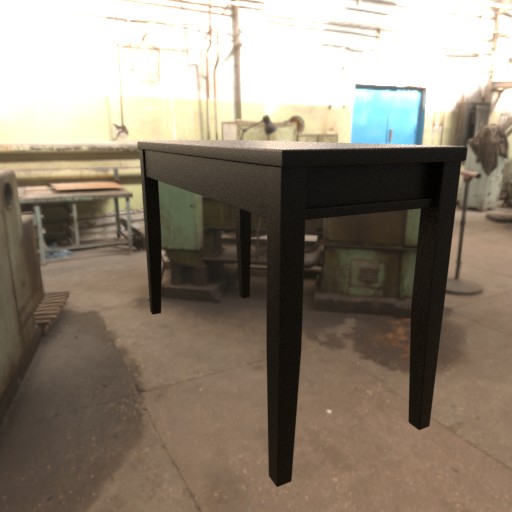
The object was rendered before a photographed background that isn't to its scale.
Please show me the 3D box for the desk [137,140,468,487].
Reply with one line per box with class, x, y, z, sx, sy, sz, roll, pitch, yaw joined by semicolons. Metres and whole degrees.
desk;0.000;0.000;1.564;0.508;0.775;1.220;-8;17;-26
